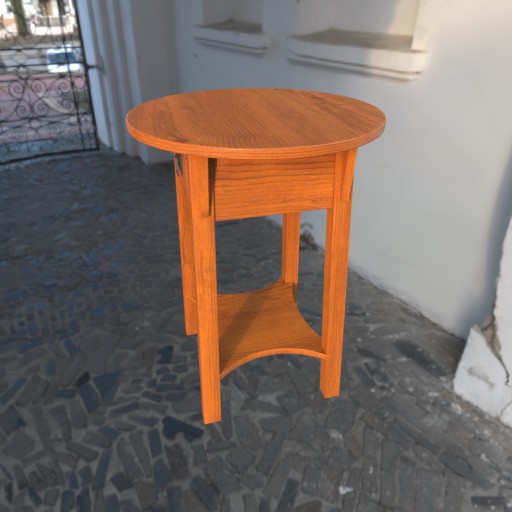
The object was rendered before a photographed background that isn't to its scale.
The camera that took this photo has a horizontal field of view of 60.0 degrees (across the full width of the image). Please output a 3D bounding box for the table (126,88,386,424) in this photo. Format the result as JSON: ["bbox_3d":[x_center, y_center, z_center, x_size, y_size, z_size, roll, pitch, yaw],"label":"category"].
[{"bbox_3d":[0.000,0.000,0.956,0.457,0.610,0.457,0,31,0],"label":"table"}]
